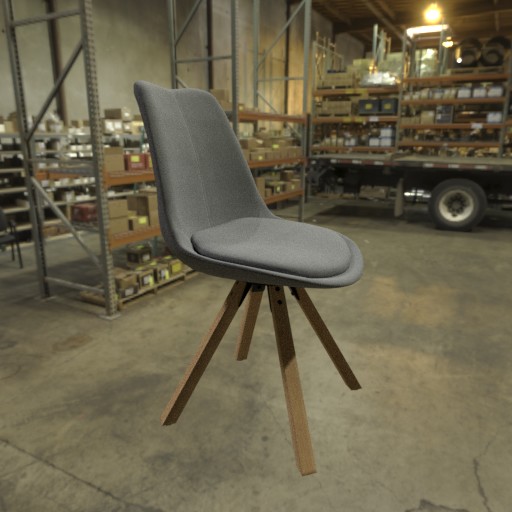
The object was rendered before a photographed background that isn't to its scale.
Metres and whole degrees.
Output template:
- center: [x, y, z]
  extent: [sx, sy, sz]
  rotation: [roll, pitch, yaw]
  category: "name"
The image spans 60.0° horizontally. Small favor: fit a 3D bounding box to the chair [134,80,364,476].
- center: [0.000, 0.000, 1.160]
  extent: [0.549, 0.863, 0.474]
  rotation: [8, 17, 27]
  category: "chair"
